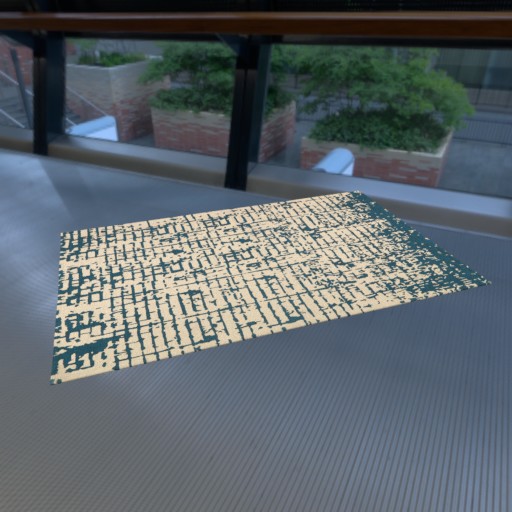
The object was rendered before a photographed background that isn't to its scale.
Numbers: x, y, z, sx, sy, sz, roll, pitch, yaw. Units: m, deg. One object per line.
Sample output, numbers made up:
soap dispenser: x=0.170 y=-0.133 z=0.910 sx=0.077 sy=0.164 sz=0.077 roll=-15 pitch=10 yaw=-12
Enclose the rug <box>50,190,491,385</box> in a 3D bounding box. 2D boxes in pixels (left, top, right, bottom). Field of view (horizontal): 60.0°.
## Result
rug: x=0.000 y=0.000 z=2.902 sx=2.435 sy=0.011 sz=1.517 roll=-10 pitch=32 yaw=-16
